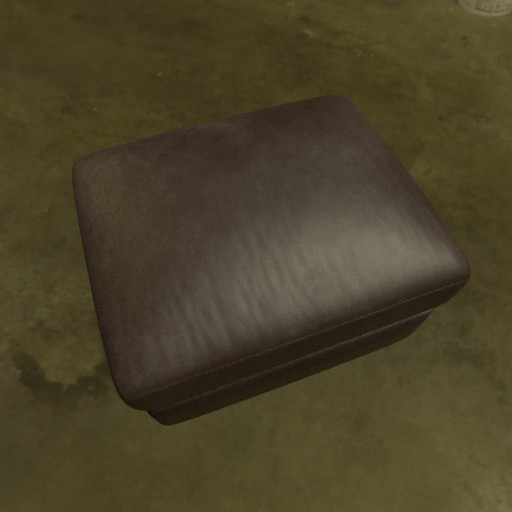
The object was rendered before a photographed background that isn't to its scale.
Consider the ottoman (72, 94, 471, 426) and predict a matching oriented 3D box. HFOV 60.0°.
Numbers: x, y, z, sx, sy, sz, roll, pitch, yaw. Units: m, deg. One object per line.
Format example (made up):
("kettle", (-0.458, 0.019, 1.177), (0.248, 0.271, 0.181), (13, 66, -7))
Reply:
("ottoman", (0.000, 0.000, 1.216), (0.806, 0.569, 0.670), (-17, 59, -11))
